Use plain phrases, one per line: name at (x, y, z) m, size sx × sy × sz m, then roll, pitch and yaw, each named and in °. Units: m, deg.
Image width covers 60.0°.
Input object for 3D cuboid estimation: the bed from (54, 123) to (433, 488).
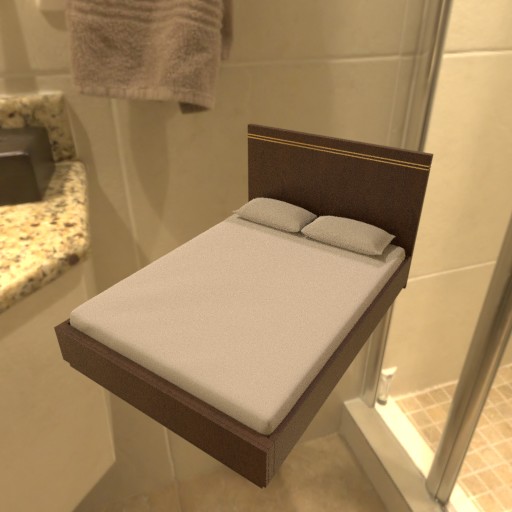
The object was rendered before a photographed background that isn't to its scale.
bed at (0.000, 0.000, 3.106) m, size 1.613 × 1.169 × 2.221 m, roll 19°, pitch 35°, yaw 29°
